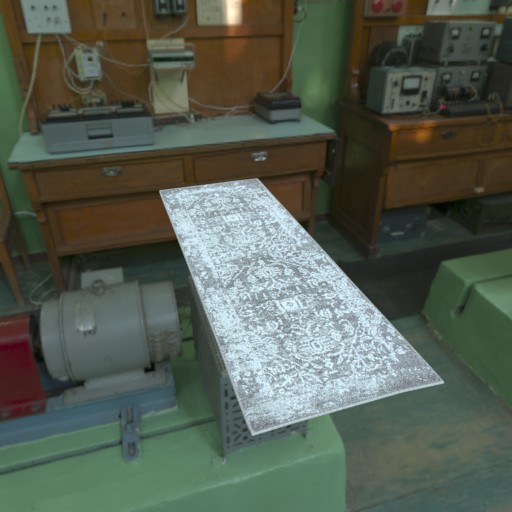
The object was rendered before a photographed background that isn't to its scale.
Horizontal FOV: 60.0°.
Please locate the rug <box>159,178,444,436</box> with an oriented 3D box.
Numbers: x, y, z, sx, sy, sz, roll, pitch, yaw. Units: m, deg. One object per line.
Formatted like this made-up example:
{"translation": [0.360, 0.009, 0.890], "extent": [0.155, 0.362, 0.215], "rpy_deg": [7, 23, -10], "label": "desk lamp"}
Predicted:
{"translation": [0.000, 0.000, 2.737], "extent": [0.855, 0.017, 2.452], "rpy_deg": [-10, 33, -16], "label": "rug"}
